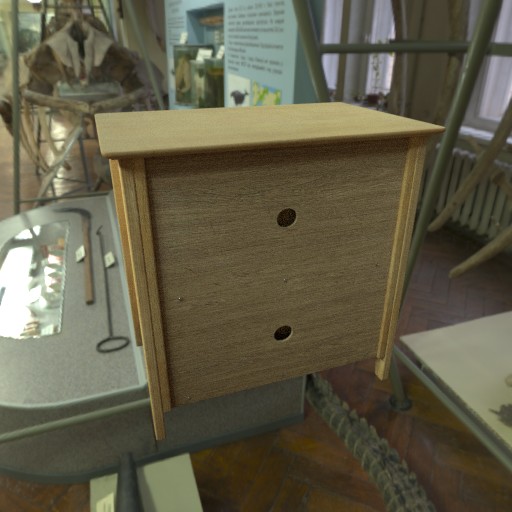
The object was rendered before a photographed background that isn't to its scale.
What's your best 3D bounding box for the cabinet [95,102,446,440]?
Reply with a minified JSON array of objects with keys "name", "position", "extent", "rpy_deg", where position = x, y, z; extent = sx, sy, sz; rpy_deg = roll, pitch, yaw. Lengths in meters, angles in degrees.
[{"name":"cabinet","position":[0.000,0.000,1.283],"extent":[0.763,0.762,0.503],"rpy_deg":[-9,27,-17]}]
